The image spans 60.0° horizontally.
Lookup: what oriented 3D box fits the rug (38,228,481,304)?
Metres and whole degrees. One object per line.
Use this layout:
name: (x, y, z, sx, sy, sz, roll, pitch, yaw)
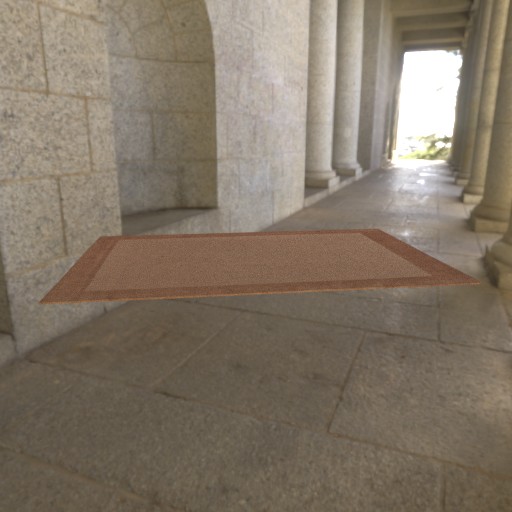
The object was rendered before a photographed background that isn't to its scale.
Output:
rug: (0.000, 0.000, 3.139, 2.438, 0.014, 1.524, -2, 16, -7)
